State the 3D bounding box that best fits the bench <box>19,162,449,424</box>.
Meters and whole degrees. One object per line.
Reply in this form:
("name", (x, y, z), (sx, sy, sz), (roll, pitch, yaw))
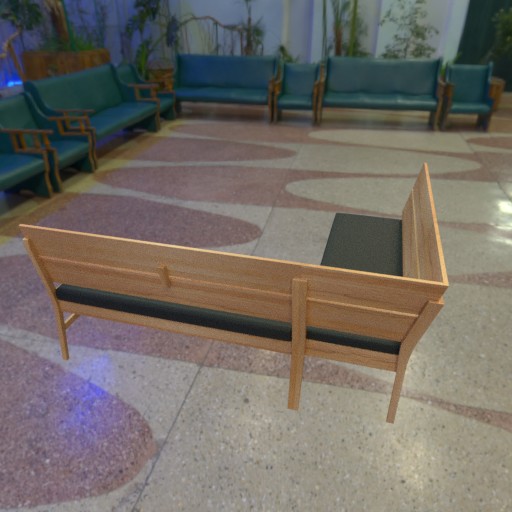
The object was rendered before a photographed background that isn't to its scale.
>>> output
("bench", (0.000, 0.000, 2.770), (1.948, 0.890, 1.548), (8, 31, 14))
